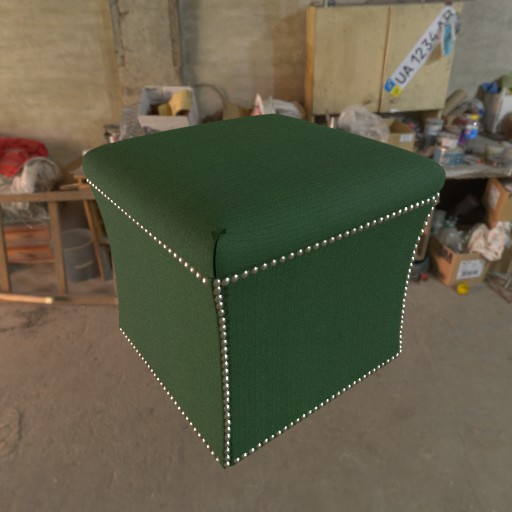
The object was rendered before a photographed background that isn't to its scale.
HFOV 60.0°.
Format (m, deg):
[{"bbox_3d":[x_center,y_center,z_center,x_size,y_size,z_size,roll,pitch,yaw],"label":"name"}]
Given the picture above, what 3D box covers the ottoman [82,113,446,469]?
[{"bbox_3d":[0.000,0.000,0.913,0.507,0.475,0.497,-21,36,-31],"label":"ottoman"}]
